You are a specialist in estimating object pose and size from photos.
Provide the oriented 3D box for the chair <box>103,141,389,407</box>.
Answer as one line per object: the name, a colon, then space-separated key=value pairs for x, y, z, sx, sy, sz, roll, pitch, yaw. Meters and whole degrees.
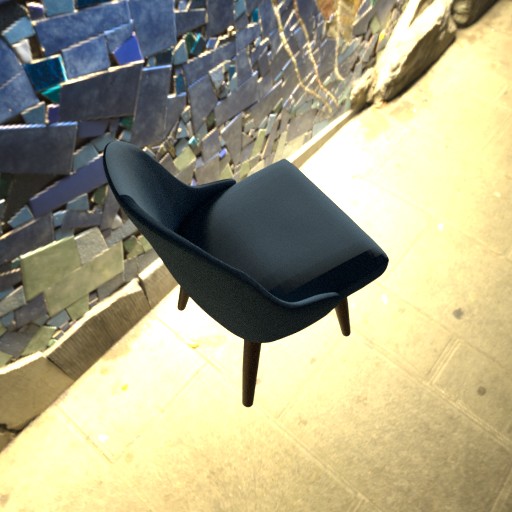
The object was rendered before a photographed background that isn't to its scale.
chair: x=0.000 y=0.000 z=1.224 sx=0.589 sy=0.882 sz=0.503 roll=-31 pitch=62 yaw=-19
